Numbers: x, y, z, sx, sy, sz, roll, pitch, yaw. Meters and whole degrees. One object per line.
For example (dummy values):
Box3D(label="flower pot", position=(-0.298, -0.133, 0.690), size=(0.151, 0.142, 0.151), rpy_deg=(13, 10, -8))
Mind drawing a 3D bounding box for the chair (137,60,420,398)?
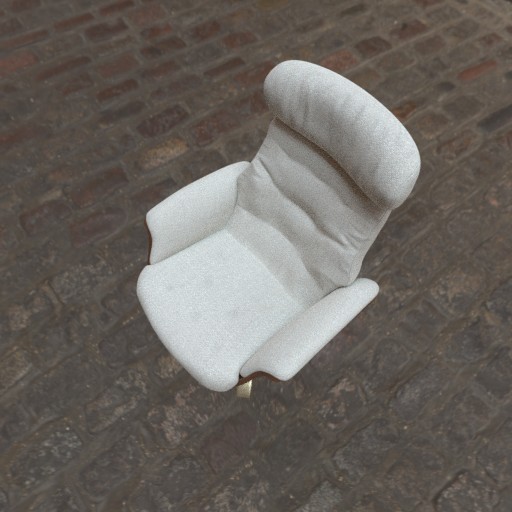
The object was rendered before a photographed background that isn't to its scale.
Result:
Box3D(label="chair", position=(0.000, 0.000, 1.530), size=(0.837, 0.995, 0.785), rpy_deg=(-36, 68, -17))
